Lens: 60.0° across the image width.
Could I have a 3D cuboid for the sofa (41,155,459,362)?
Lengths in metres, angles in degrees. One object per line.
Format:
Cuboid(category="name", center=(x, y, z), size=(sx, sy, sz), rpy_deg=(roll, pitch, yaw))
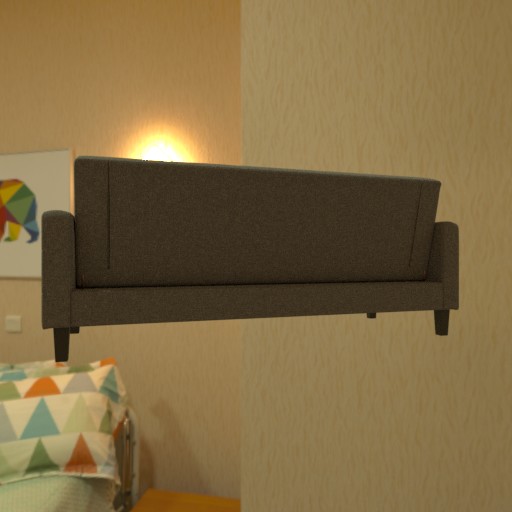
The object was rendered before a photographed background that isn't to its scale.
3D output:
Cuboid(category="sofa", center=(0.000, 0.000, 2.413), size=(2.040, 0.850, 0.810), rpy_deg=(0, 0, -18))
